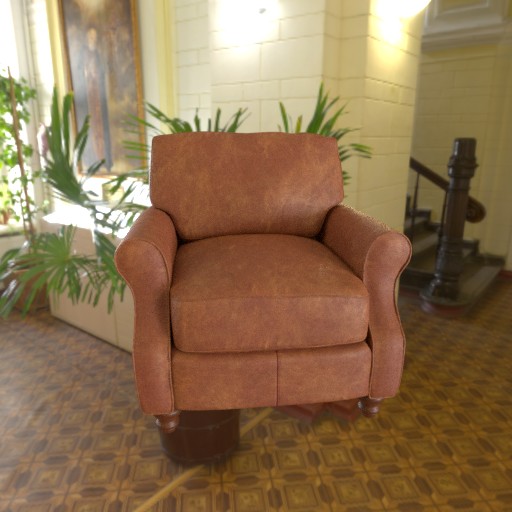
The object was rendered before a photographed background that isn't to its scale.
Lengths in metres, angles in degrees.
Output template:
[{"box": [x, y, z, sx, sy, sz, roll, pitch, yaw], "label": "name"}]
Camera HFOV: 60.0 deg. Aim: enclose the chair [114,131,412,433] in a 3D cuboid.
[{"box": [0.000, 0.000, 1.763, 0.983, 0.962, 0.986, -2, 15, -7], "label": "chair"}]
